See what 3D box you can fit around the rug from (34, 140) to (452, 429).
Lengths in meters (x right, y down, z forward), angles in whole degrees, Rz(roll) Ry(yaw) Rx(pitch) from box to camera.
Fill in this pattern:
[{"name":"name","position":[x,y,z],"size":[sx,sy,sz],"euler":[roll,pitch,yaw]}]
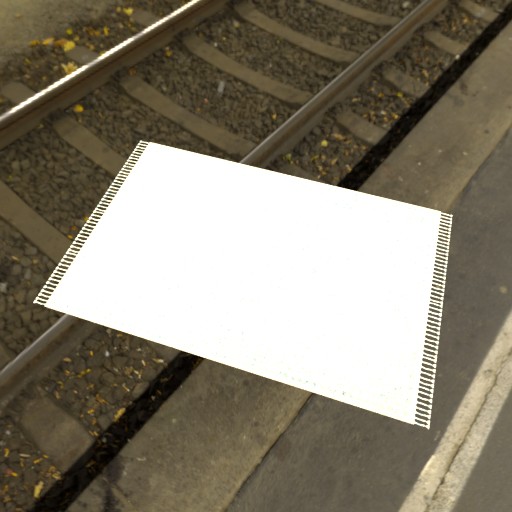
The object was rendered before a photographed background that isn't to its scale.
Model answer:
[{"name":"rug","position":[0.000,0.000,2.963],"size":[2.438,0.010,1.524],"euler":[15,59,10]}]
